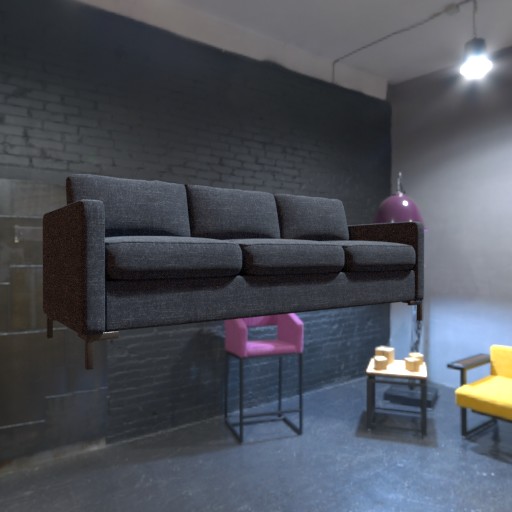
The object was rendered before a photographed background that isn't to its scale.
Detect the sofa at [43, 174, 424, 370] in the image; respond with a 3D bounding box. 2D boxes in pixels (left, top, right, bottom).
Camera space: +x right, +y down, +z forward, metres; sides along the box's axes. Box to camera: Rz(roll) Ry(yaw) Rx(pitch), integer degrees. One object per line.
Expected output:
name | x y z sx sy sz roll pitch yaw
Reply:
sofa | 0.000 0.000 2.673 2.218 0.874 0.859 0 0 -35
